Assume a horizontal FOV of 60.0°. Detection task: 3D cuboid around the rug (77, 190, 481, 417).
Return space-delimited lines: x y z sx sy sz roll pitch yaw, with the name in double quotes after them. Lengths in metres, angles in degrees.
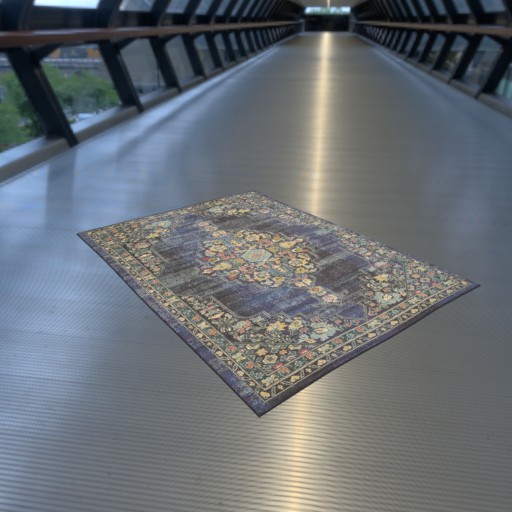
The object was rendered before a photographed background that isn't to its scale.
0.000 0.000 4.816 2.716 0.035 3.612 -19 32 -33 "rug"
